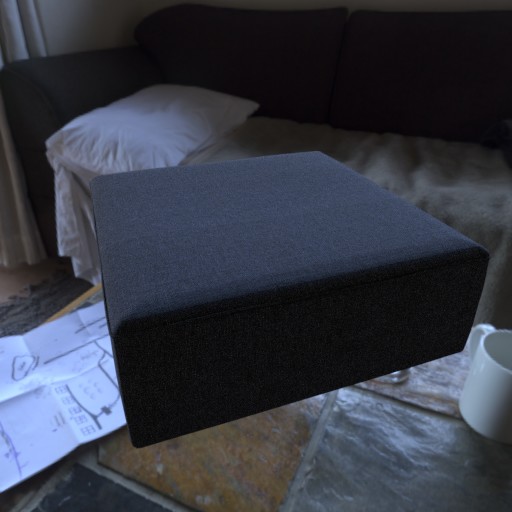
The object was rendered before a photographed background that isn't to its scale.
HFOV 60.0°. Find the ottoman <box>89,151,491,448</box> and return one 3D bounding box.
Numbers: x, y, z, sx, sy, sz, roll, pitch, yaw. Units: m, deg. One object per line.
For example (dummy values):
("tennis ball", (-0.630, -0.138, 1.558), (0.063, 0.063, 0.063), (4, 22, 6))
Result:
("ottoman", (0.000, 0.000, 1.527), (1.023, 0.423, 1.017), (-10, 31, -17))
